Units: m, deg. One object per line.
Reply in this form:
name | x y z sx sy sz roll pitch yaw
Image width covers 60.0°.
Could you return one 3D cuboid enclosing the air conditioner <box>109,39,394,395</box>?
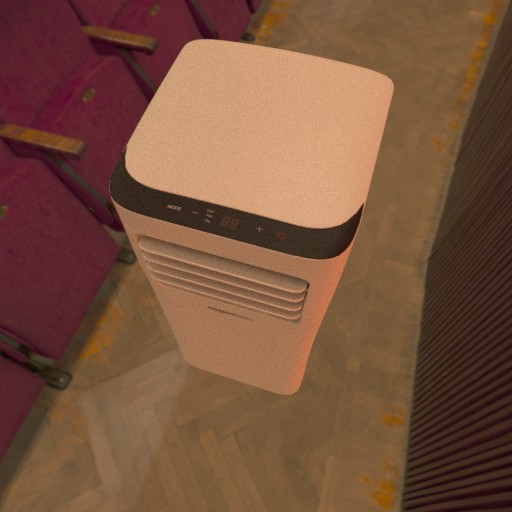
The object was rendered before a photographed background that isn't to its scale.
air conditioner | 0.000 0.000 0.926 0.352 0.716 0.369 15 59 9
